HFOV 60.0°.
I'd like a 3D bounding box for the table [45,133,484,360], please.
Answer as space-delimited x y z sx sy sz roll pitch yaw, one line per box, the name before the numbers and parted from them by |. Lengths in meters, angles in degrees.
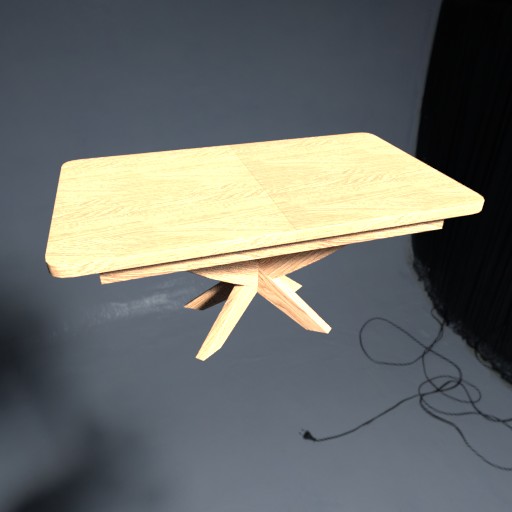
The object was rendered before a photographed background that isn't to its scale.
table | 0.000 0.000 2.089 1.600 0.770 0.950 -9 33 -14
